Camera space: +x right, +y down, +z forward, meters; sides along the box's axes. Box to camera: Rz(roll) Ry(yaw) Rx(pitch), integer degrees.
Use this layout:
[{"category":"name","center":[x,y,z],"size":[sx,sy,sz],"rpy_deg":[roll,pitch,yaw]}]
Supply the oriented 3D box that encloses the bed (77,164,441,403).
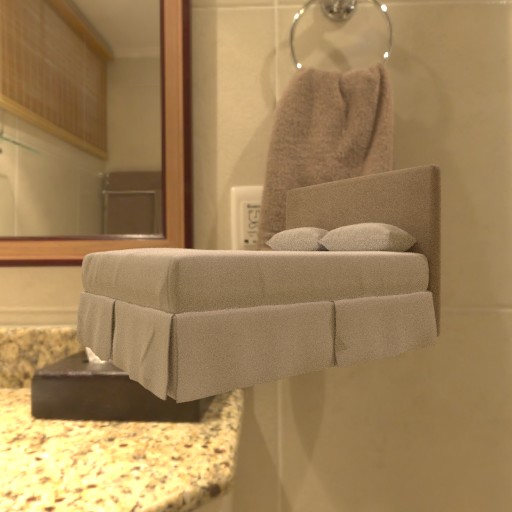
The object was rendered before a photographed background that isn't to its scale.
[{"category":"bed","center":[0.000,0.000,3.225],"size":[2.162,1.330,1.713],"rpy_deg":[0,0,-36]}]
